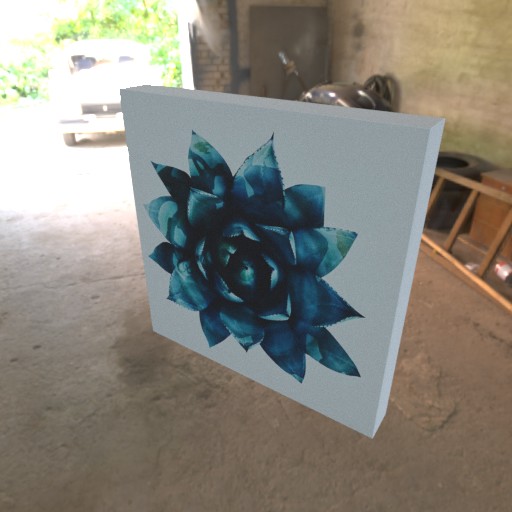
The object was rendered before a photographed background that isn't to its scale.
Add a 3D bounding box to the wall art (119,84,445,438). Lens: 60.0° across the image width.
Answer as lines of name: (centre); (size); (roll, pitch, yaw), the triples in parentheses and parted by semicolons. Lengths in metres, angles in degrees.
wall art: (0.000, 0.000, 0.455); (0.305, 0.305, 0.038); (18, 34, 29)
